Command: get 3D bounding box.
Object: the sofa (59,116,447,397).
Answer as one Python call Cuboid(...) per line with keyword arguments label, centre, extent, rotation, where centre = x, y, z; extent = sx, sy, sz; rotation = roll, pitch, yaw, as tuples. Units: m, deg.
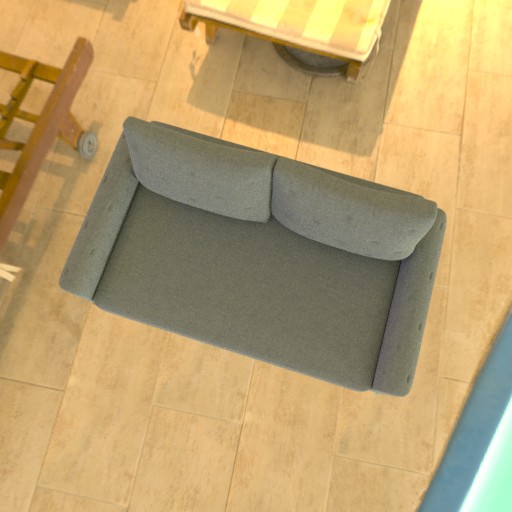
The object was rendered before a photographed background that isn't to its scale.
Cuboid(label="sofa", centre=(0.000, 0.000, 2.123), extent=(1.650, 0.790, 0.920), rotation=(17, 76, 4))
